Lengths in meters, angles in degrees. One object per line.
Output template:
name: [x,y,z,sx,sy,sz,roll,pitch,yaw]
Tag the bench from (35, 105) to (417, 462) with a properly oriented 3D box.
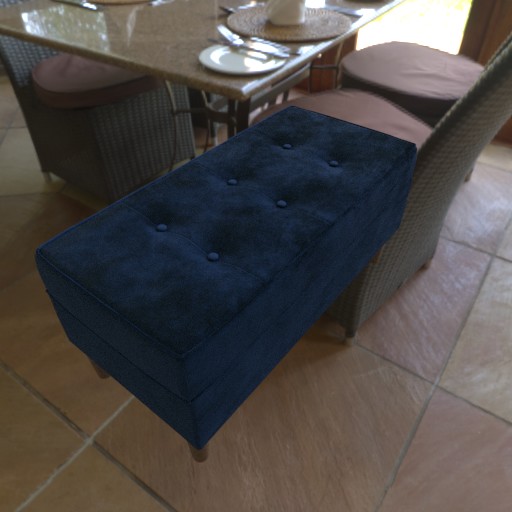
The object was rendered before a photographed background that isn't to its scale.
bench: [0.000,0.000,1.292,0.489,0.467,1.010,28,49,28]
